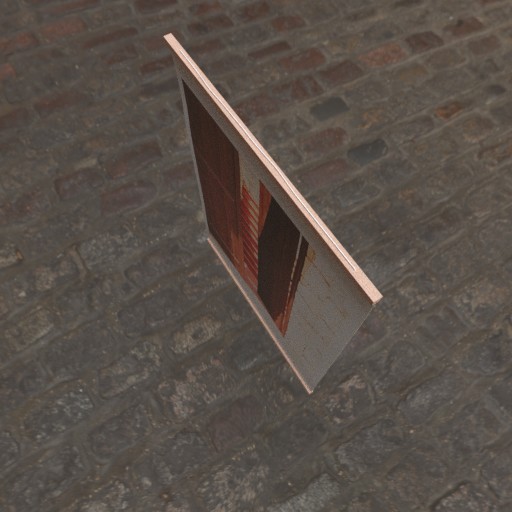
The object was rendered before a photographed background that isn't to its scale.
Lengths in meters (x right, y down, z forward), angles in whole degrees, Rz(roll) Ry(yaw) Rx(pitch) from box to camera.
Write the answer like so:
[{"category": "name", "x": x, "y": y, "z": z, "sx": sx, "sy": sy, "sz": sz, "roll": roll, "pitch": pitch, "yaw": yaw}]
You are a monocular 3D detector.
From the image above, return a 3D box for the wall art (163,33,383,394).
[{"category": "wall art", "x": 0.000, "y": 0.000, "z": 1.323, "sx": 0.020, "sy": 1.013, "sz": 0.758, "roll": -30, "pitch": 68, "yaw": -13}]
